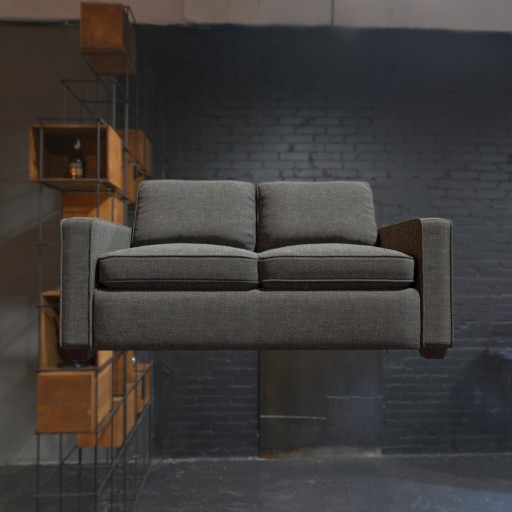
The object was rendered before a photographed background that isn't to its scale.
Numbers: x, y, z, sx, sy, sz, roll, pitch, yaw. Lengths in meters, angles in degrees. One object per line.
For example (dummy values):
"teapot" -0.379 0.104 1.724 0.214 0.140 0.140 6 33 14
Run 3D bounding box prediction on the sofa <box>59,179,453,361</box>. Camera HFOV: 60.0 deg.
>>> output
"sofa" 0.000 0.000 2.344 1.709 0.918 0.947 0 -1 -1
